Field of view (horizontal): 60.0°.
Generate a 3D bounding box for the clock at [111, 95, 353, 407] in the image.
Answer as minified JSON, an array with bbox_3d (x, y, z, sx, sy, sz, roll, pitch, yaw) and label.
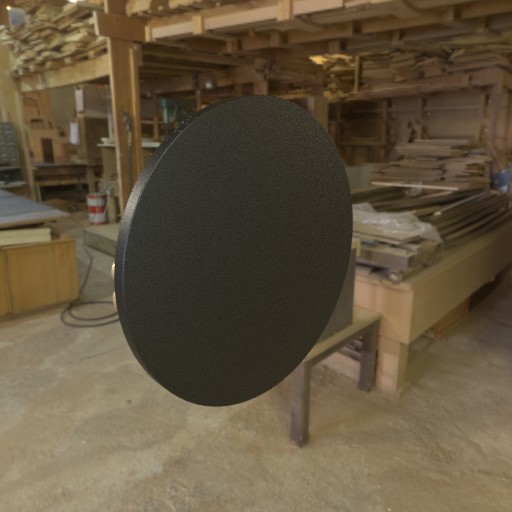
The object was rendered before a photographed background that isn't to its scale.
[{"bbox_3d":[0.000,0.000,0.666,0.454,0.454,0.038,-15,22,-42],"label":"clock"}]
